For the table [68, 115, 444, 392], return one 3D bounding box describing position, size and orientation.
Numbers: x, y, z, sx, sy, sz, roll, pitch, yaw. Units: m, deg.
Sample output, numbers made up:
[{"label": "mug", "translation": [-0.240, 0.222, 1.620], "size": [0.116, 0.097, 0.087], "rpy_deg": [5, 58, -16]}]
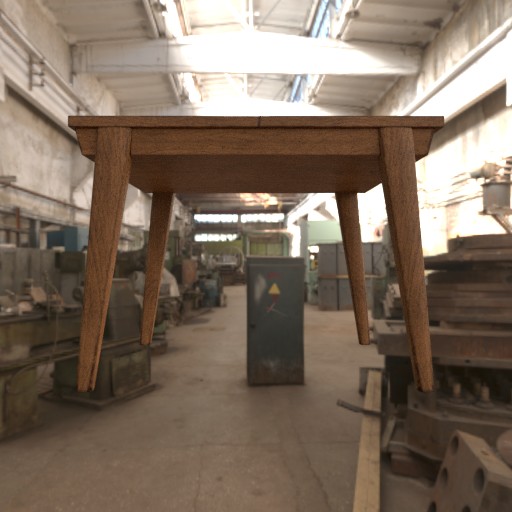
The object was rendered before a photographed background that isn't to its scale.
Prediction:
[{"label": "table", "translation": [0.000, 0.000, 1.585], "size": [1.027, 0.760, 0.757], "rpy_deg": [0, -1, 0]}]
